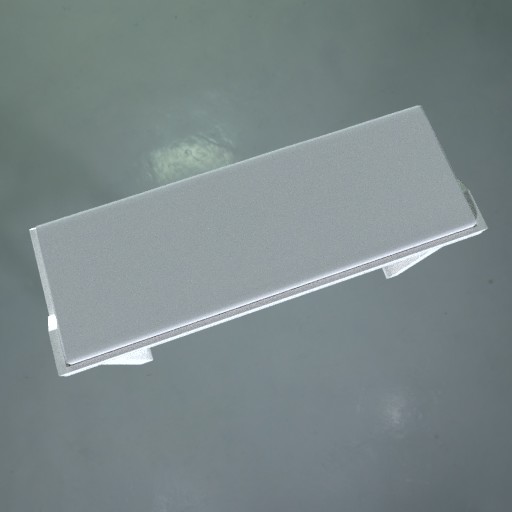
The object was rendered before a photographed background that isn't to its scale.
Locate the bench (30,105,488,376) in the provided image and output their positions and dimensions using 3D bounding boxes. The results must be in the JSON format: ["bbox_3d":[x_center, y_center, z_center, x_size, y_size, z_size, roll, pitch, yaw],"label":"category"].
[{"bbox_3d":[0.000,0.000,1.261,0.987,0.589,0.346,-19,77,-4],"label":"bench"}]
